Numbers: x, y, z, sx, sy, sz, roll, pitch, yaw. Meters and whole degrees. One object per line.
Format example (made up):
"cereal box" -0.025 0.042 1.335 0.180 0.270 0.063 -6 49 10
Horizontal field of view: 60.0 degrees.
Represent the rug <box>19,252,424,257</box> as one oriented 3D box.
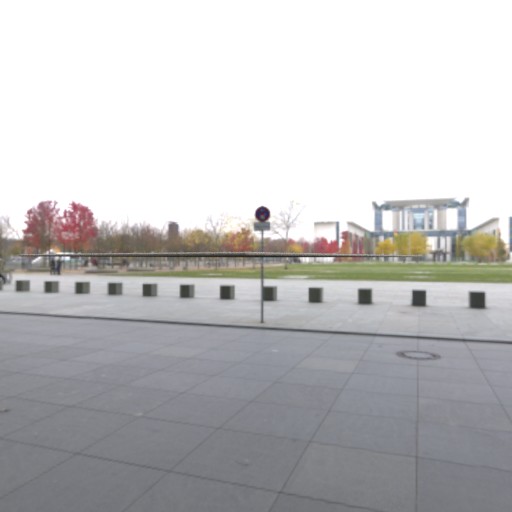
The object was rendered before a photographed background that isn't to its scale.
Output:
"rug" 0.000 0.000 2.882 1.524 0.011 2.286 0 0 35
